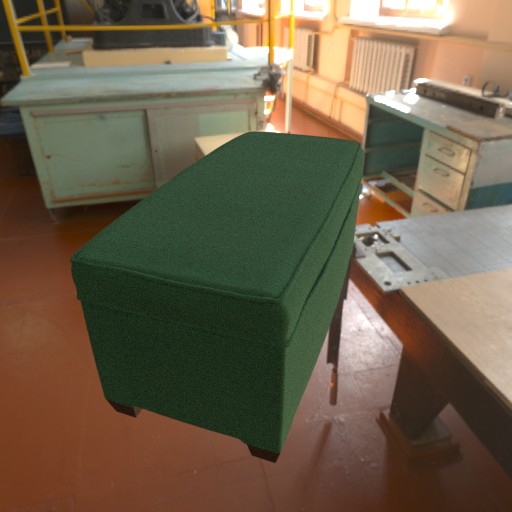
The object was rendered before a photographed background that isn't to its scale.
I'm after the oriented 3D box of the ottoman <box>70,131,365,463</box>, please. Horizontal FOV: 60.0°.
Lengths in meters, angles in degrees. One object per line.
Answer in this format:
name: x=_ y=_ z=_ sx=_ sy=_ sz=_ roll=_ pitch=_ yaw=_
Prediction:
ottoman: x=0.000 y=0.000 z=1.263 sx=0.483 sy=0.471 sz=0.957 roll=10 pitch=32 yaw=17
